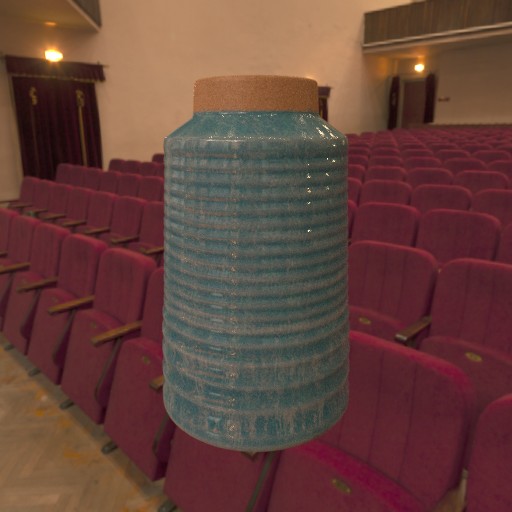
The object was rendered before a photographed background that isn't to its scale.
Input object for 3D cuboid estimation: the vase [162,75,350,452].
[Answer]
[{"bbox_3d":[0.000,0.000,0.363,0.163,0.267,0.163,0,16,0],"label":"vase"}]
